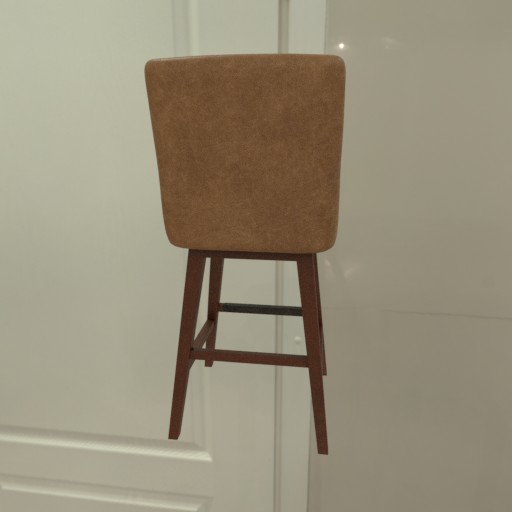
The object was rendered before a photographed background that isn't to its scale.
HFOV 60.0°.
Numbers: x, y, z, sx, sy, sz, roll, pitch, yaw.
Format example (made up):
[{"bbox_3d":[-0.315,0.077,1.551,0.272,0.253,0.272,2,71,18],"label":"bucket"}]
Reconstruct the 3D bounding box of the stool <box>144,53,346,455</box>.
[{"bbox_3d":[0.000,0.000,1.382,0.487,1.079,0.572,2,16,8],"label":"stool"}]
